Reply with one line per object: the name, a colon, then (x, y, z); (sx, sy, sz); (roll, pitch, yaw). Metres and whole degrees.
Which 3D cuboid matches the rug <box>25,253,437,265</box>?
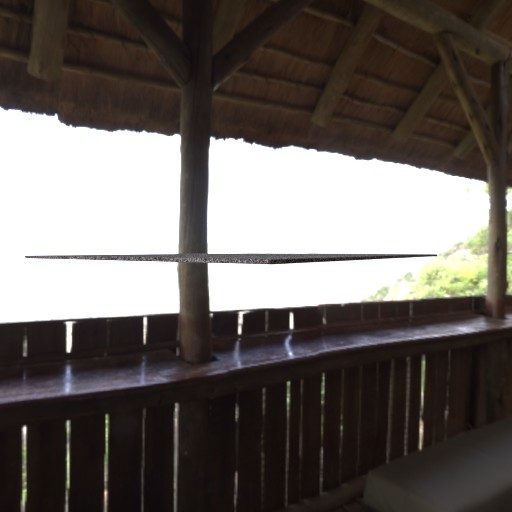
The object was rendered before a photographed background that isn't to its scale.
rug: (0.000, 0.000, 4.037); (2.401, 0.025, 3.000); (1, 1, 37)
